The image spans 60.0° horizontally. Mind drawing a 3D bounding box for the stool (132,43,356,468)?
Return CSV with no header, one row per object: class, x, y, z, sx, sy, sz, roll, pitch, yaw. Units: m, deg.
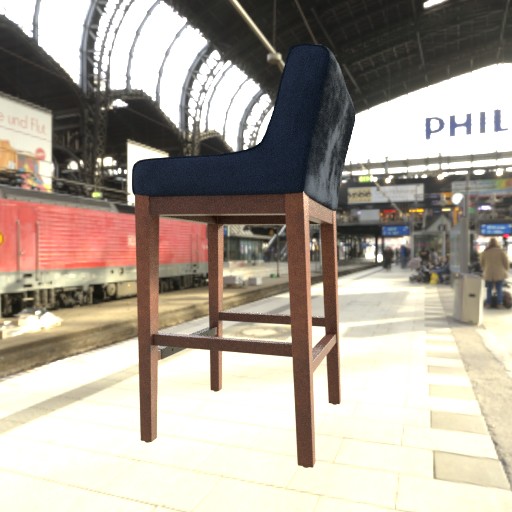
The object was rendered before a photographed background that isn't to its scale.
stool,0.000,0.000,1.266,0.516,0.945,0.511,0,1,19
